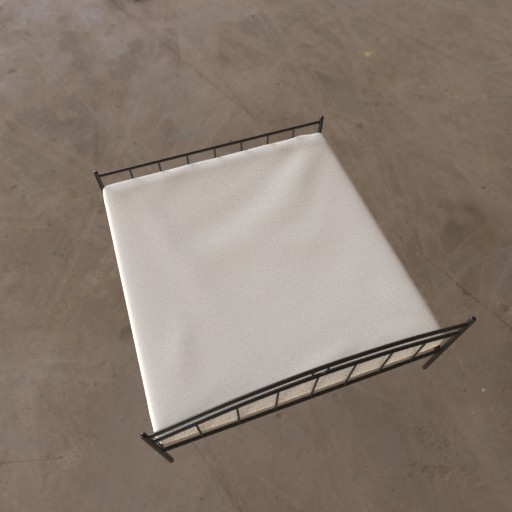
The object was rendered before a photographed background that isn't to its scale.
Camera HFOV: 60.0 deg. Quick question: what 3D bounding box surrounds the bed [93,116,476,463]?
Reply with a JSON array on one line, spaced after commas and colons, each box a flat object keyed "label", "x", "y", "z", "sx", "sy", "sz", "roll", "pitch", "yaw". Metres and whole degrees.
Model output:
[{"label": "bed", "x": 0.000, "y": 0.000, "z": 3.109, "sx": 1.880, "sy": 0.940, "sz": 2.040, "roll": -16, "pitch": 59, "yaw": -10}]
